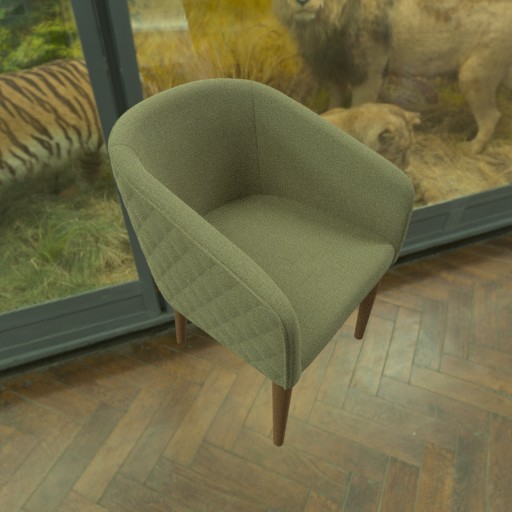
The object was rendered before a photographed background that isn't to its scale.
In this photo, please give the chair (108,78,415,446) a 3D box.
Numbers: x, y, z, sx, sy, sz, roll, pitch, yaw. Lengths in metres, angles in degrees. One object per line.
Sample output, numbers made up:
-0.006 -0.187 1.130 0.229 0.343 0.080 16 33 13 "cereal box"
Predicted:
0.000 0.000 1.219 0.616 0.775 0.584 27 48 27 "chair"
